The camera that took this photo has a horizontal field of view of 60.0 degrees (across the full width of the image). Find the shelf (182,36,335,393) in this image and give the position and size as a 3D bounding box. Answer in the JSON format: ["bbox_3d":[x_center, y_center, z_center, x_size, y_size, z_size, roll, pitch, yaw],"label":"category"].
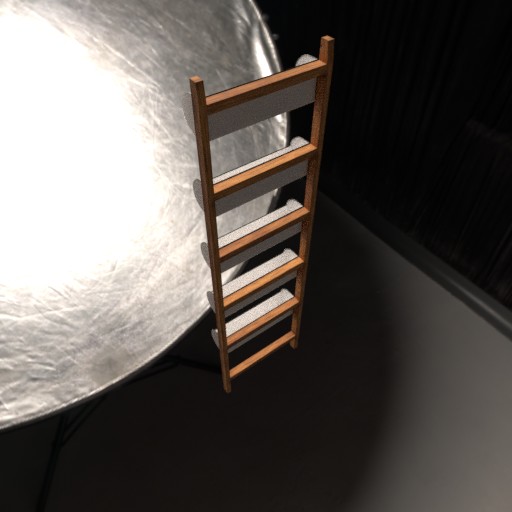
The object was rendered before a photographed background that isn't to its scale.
[{"bbox_3d":[0.000,0.000,1.769,0.454,1.600,0.141,-28,53,-24],"label":"shelf"}]
